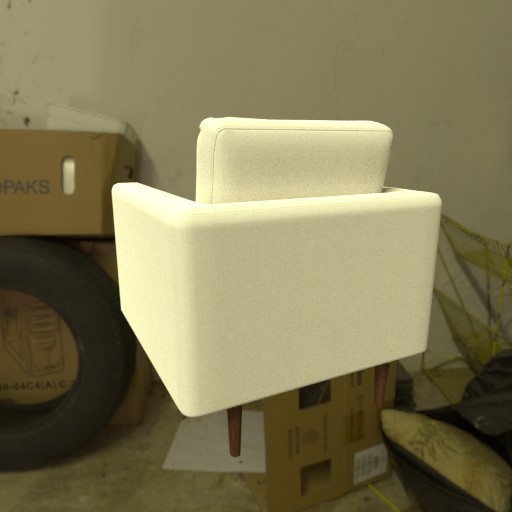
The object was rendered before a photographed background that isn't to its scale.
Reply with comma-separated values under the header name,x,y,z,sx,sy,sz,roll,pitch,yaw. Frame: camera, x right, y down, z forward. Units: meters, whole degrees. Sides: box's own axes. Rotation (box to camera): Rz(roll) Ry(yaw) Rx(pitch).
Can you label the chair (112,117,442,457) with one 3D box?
name,x,y,z,sx,sy,sz,roll,pitch,yaw
chair,0.000,0.000,1.561,0.831,0.899,0.879,-7,16,-26
